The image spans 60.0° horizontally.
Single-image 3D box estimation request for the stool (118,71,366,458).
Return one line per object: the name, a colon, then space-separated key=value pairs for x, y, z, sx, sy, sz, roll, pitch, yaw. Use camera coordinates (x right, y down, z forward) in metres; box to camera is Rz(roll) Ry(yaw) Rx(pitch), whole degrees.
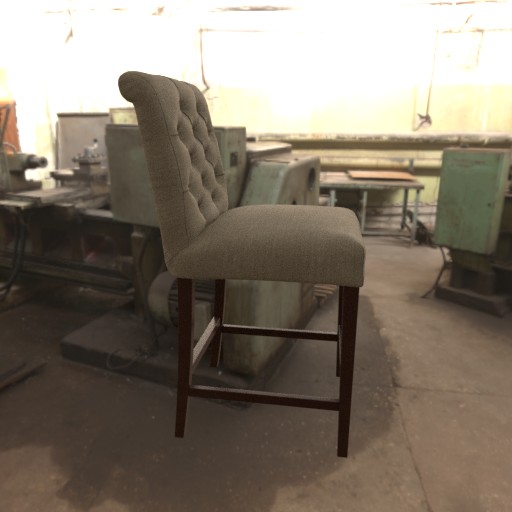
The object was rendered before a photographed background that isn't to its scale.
stool: x=0.000 y=0.000 z=1.428 sx=0.660 sy=1.084 sz=0.486 roll=3 pitch=17 yaw=9
